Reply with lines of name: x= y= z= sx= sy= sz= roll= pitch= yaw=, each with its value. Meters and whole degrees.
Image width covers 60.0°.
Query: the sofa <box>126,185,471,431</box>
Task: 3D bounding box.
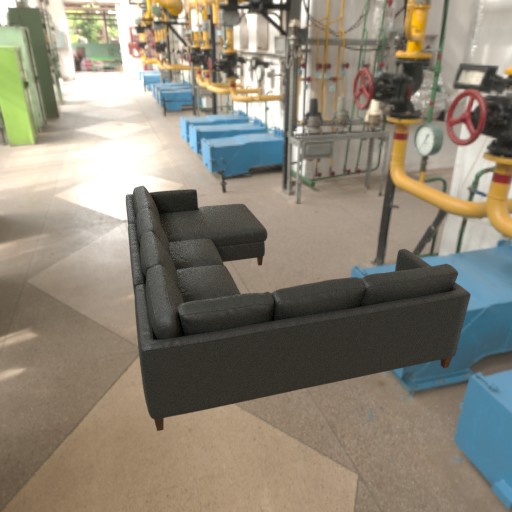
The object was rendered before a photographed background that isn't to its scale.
sofa: x=0.000 y=0.000 z=4.765 sx=2.593 sy=0.923 sz=3.460 roll=-7 pitch=26 yaw=-15
